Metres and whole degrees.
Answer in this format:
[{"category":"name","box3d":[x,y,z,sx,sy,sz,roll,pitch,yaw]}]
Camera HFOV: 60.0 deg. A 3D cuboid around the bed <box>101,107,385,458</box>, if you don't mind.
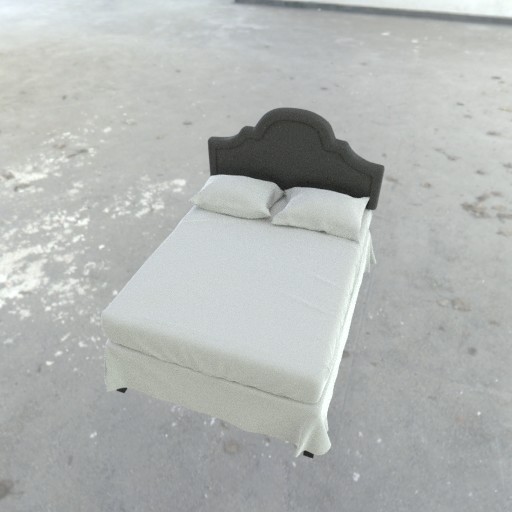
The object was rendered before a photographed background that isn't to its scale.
[{"category":"bed","box3d":[0.000,0.000,3.446,1.780,1.634,2.222,13,42,15]}]
